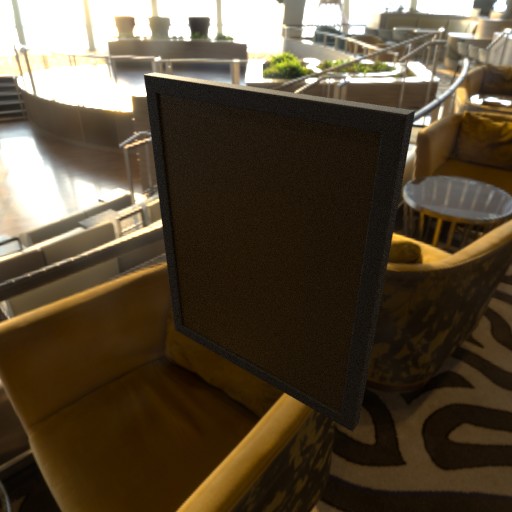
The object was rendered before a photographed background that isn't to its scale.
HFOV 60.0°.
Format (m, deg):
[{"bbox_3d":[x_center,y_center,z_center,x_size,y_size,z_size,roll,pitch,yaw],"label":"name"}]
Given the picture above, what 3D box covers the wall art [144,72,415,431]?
[{"bbox_3d":[0.000,0.000,0.779,0.457,0.558,0.028,22,37,31],"label":"wall art"}]
